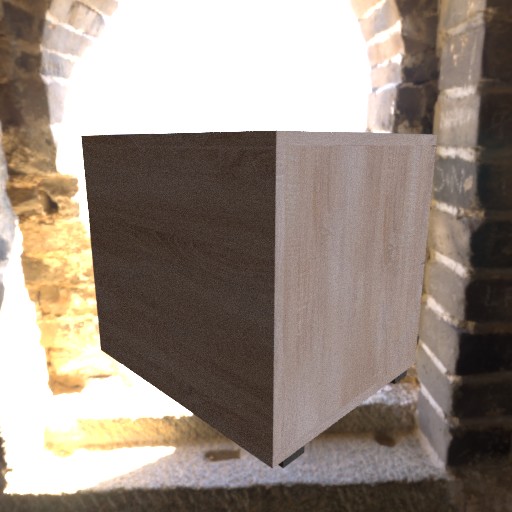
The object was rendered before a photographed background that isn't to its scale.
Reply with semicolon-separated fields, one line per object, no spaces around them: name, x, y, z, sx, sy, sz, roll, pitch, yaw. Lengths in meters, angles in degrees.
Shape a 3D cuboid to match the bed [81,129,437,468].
bed;0.000;0.000;0.797;0.401;0.420;0.460;-14;20;-43
